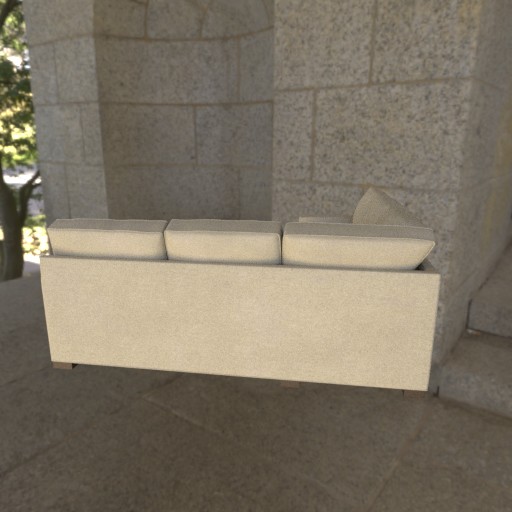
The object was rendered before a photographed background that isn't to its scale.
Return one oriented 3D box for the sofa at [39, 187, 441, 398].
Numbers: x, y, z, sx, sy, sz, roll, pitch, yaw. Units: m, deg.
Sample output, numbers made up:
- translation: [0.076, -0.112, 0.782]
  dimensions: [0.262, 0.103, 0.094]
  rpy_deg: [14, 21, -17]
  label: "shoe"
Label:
- translation: [0.000, 0.000, 3.439]
  dimensions: [2.211, 0.936, 2.188]
  rpy_deg: [2, 15, 8]
  label: "sofa"
